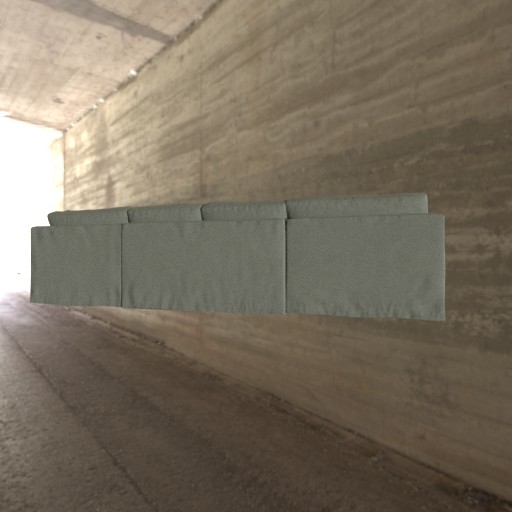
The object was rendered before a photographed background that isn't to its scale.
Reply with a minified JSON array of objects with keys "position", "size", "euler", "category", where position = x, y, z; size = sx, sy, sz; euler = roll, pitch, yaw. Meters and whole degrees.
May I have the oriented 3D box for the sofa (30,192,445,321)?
[{"position":[0.000,0.000,4.521],"size":[3.434,0.869,2.440],"euler":[0,-1,19],"category":"sofa"}]
